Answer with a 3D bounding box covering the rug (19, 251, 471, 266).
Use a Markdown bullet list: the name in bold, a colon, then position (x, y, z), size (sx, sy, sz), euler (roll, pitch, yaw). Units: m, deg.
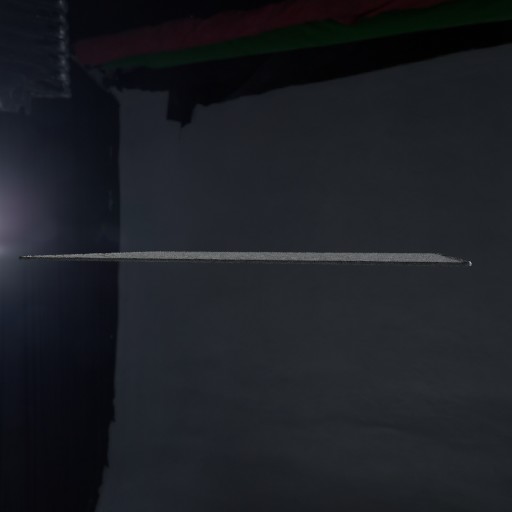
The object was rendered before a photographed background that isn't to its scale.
- **rug**: position (0.000, 0.000, 2.262), size (1.832, 0.016, 1.224), euler (1, 2, 18)
